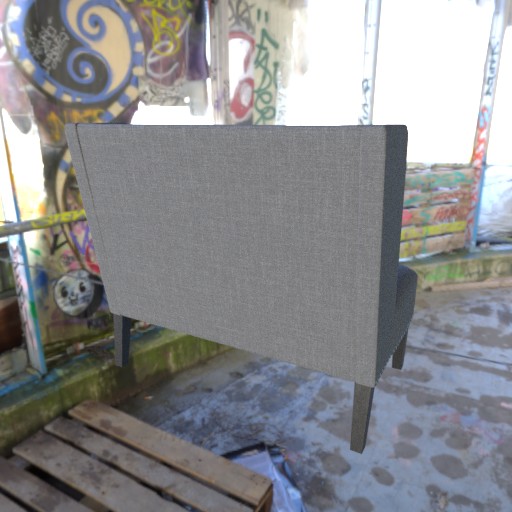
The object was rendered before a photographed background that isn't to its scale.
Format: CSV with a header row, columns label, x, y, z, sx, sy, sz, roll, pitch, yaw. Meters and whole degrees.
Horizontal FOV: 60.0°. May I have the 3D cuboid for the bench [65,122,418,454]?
label,x,y,z,sx,sy,sz,roll,pitch,yaw
bench,0.000,0.000,1.949,1.276,1.121,0.842,9,20,28
